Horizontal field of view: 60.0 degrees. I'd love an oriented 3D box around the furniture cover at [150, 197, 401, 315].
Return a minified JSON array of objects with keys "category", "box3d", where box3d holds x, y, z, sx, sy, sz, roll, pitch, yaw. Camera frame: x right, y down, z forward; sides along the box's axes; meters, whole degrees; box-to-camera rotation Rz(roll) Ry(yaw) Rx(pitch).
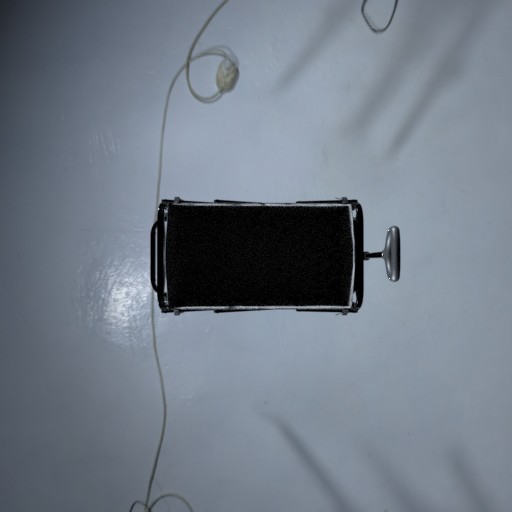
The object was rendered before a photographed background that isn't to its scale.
[{"category":"furniture cover","box3d":[0.000,0.000,1.829,1.038,1.295,0.532,0,89,-1]}]
